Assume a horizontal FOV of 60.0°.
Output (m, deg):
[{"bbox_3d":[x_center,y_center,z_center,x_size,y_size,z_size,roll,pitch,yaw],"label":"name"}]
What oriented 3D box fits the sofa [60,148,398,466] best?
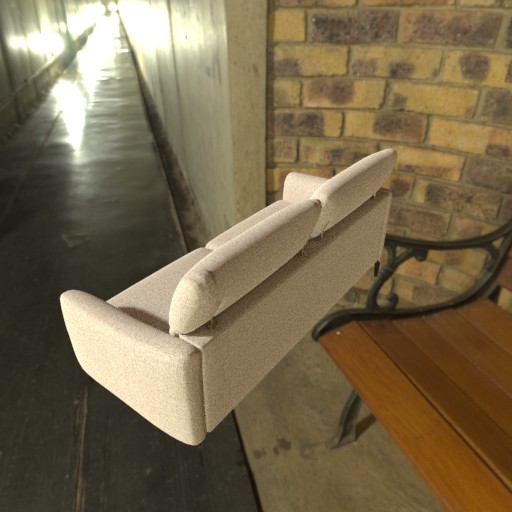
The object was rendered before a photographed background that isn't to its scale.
[{"bbox_3d":[0.000,0.000,2.523,0.856,0.956,2.015,21,37,31],"label":"sofa"}]
